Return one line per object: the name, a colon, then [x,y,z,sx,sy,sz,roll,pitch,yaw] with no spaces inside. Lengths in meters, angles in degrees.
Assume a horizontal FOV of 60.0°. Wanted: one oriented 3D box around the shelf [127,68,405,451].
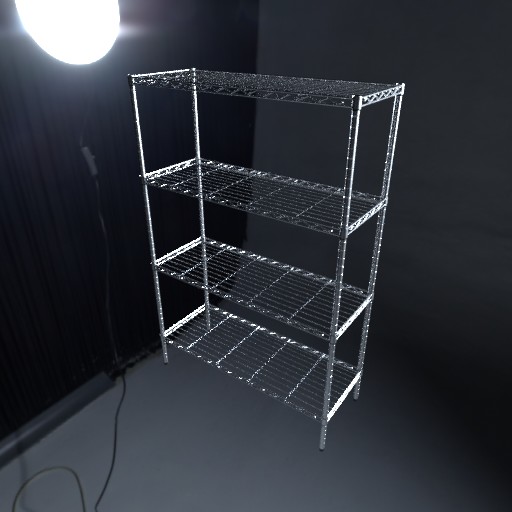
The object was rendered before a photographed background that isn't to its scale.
shelf: [0.000,0.000,1.818,0.907,1.360,0.352,18,33,31]
